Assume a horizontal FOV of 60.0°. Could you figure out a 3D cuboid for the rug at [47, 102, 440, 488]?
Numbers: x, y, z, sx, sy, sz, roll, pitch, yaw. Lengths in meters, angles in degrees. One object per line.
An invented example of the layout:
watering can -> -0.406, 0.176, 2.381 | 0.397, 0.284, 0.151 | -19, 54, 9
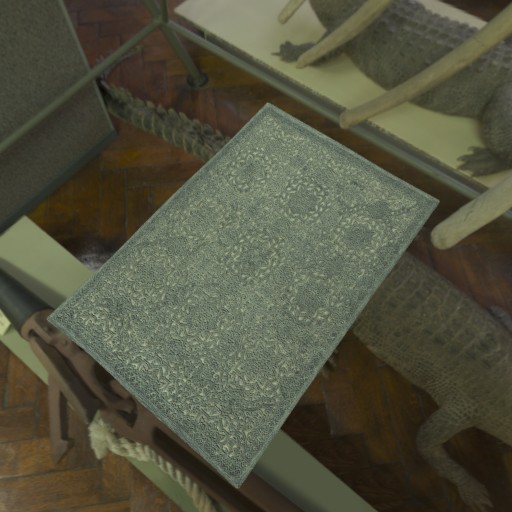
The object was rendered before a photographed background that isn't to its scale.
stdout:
rug -> 0.000, 0.000, 2.352 | 1.224, 0.016, 1.830 | 35, 69, 16
